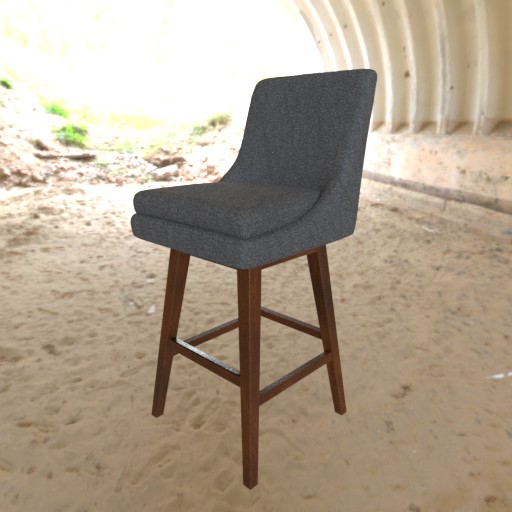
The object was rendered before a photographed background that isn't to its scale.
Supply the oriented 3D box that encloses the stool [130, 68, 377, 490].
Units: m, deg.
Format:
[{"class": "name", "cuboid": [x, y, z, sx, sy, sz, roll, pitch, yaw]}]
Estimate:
[{"class": "stool", "cuboid": [0.000, 0.000, 1.343, 0.489, 1.068, 0.572, 15, 22, 41]}]
